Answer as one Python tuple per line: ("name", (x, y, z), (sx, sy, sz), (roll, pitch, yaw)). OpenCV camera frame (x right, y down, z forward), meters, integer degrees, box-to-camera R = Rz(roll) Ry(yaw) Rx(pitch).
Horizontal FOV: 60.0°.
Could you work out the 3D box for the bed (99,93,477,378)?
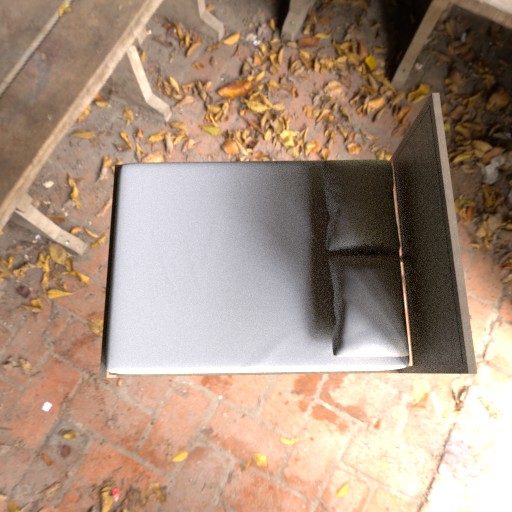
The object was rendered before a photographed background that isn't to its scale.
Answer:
("bed", (0.000, 0.000, 3.076), (2.189, 1.369, 1.606), (-1, 75, 0))
